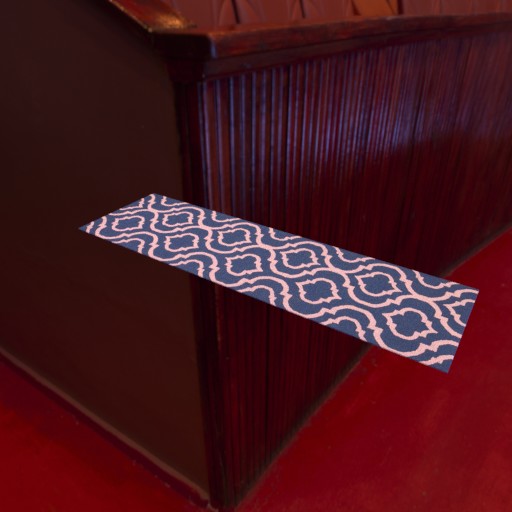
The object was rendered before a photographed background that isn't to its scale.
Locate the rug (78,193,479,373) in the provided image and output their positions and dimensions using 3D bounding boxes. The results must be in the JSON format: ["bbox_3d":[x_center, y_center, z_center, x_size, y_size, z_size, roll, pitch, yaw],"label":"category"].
[{"bbox_3d":[0.000,0.000,2.575,2.296,0.006,0.685,19,36,28],"label":"rug"}]
